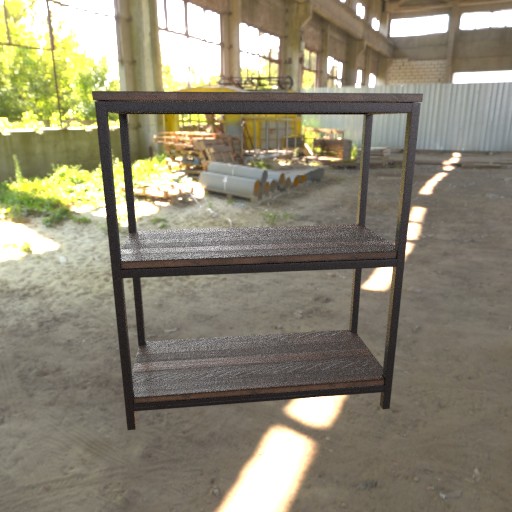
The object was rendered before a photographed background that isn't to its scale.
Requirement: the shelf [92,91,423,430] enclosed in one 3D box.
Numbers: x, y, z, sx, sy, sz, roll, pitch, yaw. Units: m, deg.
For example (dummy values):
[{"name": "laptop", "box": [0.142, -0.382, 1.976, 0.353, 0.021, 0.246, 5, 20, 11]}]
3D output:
[{"name": "shelf", "box": [0.000, 0.000, 1.395, 0.822, 0.947, 0.352, -2, 17, -7]}]
